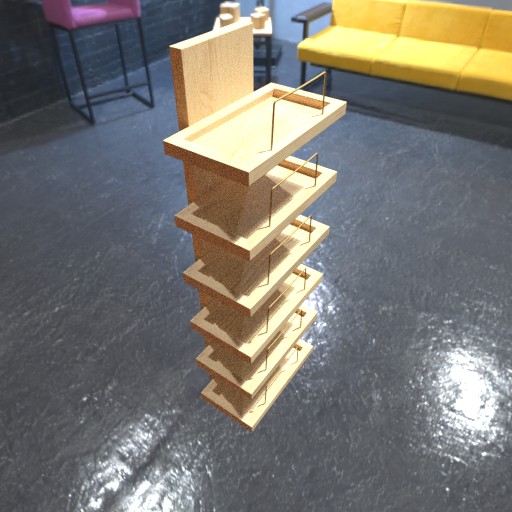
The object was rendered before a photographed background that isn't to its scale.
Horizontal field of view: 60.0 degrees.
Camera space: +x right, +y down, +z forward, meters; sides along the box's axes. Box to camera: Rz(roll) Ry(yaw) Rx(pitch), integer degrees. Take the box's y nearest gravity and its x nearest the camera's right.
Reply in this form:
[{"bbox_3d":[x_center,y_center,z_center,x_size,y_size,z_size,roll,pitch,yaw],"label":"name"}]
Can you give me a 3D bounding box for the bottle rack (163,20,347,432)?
[{"bbox_3d":[0.000,0.000,1.047,0.206,0.943,0.330,25,47,26],"label":"bottle rack"}]
